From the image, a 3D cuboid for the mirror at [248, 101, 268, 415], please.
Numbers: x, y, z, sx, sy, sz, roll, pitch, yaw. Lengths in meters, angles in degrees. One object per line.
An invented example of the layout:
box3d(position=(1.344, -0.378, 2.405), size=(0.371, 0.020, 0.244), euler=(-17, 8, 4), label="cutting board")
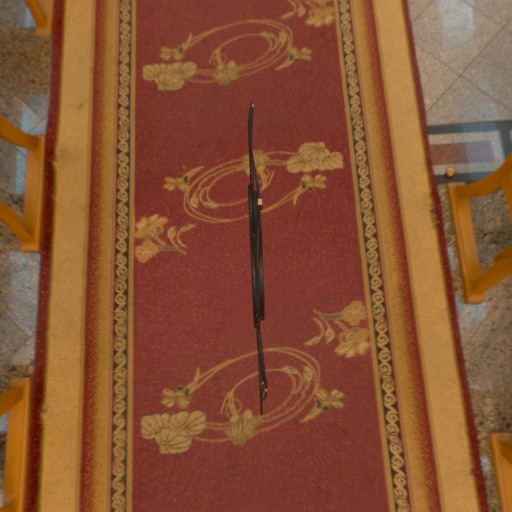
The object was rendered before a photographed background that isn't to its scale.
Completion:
box3d(position=(0.000, 0.000, 1.175), size=(0.028, 0.775, 0.797), euler=(-2, 76, -1), label="mirror")
